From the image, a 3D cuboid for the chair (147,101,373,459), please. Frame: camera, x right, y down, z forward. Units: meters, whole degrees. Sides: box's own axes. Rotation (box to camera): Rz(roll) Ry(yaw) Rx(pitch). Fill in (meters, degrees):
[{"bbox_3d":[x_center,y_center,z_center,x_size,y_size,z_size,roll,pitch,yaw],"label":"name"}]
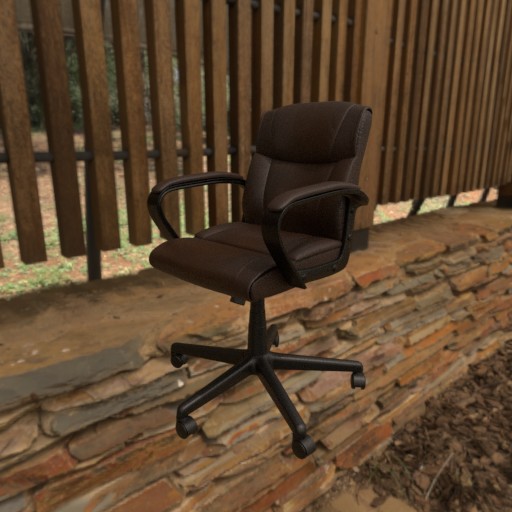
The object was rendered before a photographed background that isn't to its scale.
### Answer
[{"bbox_3d":[0.000,0.000,1.480,0.739,1.004,0.717,14,21,42],"label":"chair"}]
